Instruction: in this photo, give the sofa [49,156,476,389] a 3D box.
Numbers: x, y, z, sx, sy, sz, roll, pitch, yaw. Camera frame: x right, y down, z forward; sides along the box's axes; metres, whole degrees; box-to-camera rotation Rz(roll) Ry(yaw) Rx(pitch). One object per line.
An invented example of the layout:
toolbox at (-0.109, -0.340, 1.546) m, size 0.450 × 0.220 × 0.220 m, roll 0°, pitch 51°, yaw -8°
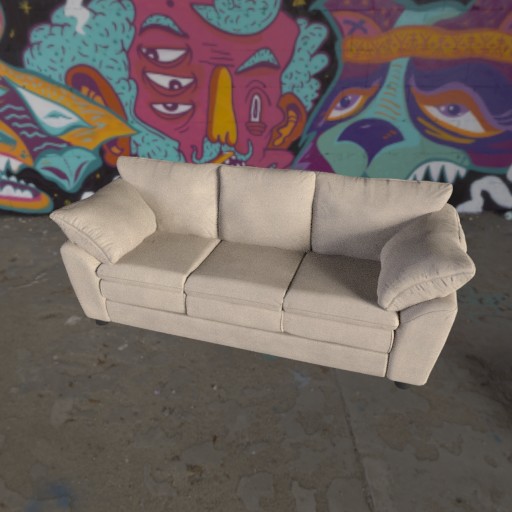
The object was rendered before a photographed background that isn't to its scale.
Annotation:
sofa at (0.000, 0.000, 2.758) m, size 2.334 × 0.996 × 0.878 m, roll 8°, pitch 27°, yaw 16°
